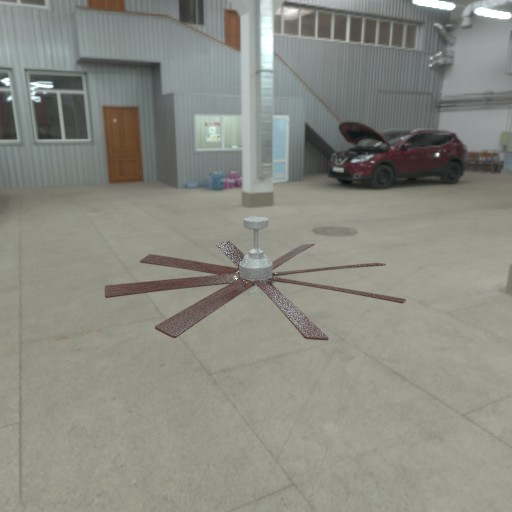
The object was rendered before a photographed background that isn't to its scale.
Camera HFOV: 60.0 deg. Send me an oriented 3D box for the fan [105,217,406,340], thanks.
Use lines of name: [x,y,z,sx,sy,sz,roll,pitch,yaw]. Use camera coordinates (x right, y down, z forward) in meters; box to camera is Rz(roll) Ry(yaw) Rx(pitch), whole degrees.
fan: [0.000,0.000,2.785,1.830,0.472,1.830,8,18,26]
